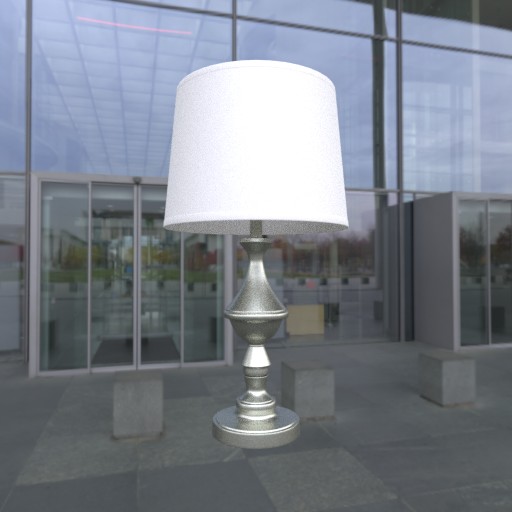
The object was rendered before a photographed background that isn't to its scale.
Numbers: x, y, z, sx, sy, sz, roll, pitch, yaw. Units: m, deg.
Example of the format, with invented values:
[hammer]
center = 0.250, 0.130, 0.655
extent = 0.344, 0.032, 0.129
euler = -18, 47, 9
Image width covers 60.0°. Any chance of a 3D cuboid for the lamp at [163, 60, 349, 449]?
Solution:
[lamp]
center = 0.000, 0.000, 0.935
extent = 0.383, 0.733, 0.383
euler = 0, -1, 0
